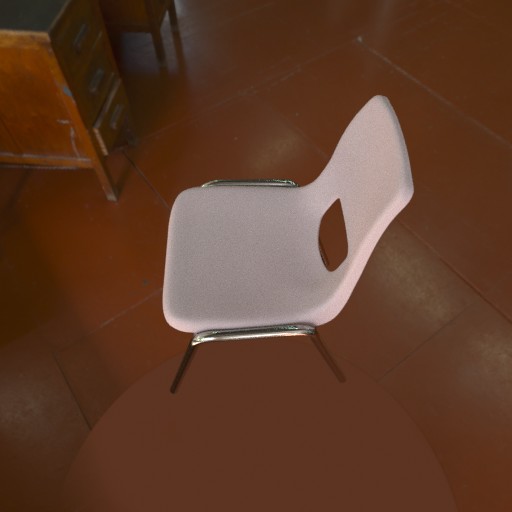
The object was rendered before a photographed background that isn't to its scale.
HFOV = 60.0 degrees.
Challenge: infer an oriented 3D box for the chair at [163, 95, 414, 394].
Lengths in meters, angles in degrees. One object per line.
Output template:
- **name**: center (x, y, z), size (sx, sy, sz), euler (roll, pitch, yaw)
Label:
- **chair**: center (0.000, 0.000, 0.915), size (0.436, 0.653, 0.381), euler (-2, 58, -1)
